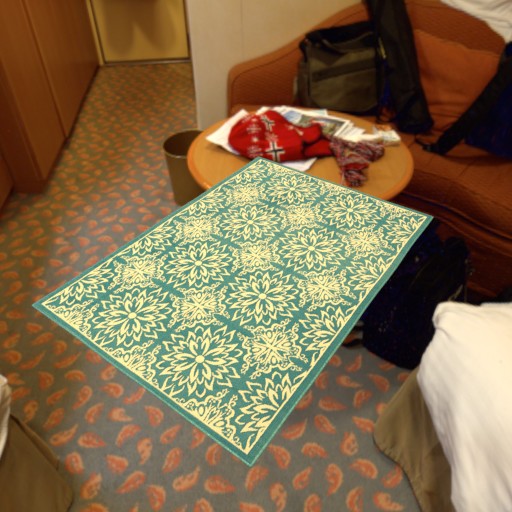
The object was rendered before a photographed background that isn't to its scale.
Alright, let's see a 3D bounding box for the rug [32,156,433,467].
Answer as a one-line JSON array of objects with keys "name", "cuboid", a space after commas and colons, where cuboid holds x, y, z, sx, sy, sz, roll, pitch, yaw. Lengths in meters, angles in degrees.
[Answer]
[{"name": "rug", "cuboid": [0.000, 0.000, 2.849, 1.554, 0.012, 2.205, 25, 46, 27]}]
